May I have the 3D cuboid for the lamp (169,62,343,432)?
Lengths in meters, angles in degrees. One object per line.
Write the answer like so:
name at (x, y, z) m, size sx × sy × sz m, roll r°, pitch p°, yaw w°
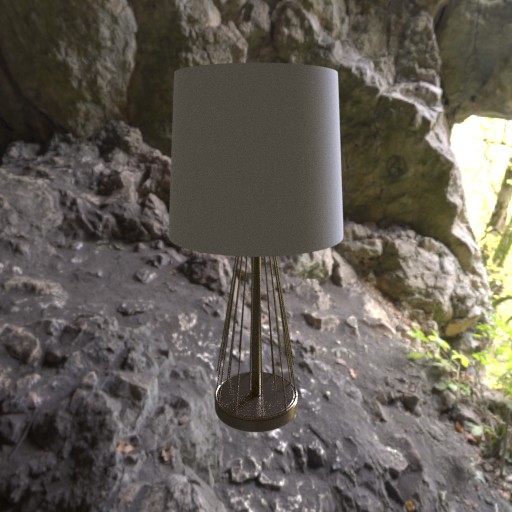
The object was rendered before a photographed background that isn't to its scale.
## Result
lamp at (0.000, 0.000, 0.795) m, size 0.303 × 0.618 × 0.303 m, roll 0°, pitch 16°, yaw 0°
